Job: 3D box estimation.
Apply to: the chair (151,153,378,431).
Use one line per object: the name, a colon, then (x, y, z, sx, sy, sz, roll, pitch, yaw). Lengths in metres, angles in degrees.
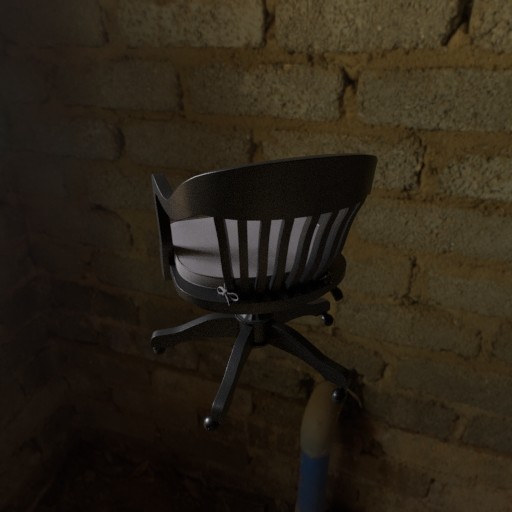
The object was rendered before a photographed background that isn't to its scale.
chair: (0.000, 0.000, 1.490, 0.750, 0.878, 0.788, -9, 29, -17)
